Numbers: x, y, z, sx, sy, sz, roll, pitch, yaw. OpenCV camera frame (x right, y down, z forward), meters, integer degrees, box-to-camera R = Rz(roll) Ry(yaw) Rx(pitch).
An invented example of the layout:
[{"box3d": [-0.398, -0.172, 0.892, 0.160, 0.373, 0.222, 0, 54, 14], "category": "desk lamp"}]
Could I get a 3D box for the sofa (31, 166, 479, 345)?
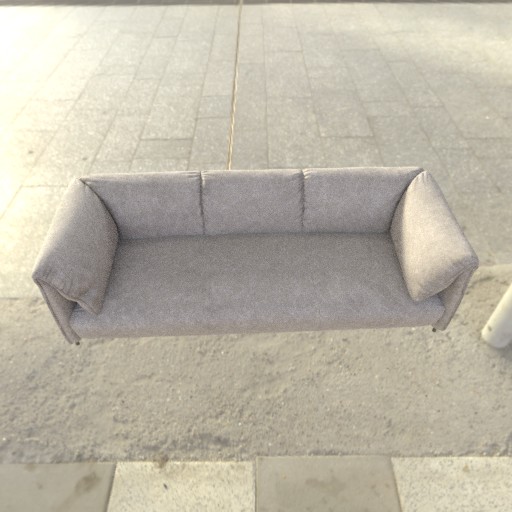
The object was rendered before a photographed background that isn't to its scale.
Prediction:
[{"box3d": [0.000, 0.000, 2.686, 2.238, 0.758, 0.899, -2, 45, -2], "category": "sofa"}]
